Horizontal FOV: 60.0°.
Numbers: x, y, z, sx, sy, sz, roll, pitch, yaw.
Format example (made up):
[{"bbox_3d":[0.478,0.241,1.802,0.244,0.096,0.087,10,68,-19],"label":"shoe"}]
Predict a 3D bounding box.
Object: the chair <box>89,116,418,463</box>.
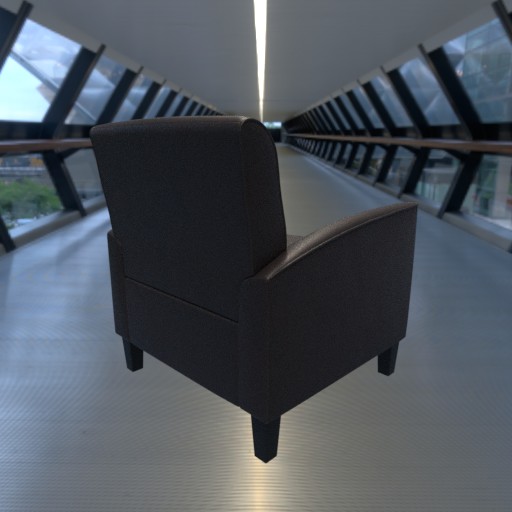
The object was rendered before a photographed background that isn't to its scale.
[{"bbox_3d":[0.000,0.000,1.582,0.819,0.916,0.820,-14,20,-43],"label":"chair"}]
